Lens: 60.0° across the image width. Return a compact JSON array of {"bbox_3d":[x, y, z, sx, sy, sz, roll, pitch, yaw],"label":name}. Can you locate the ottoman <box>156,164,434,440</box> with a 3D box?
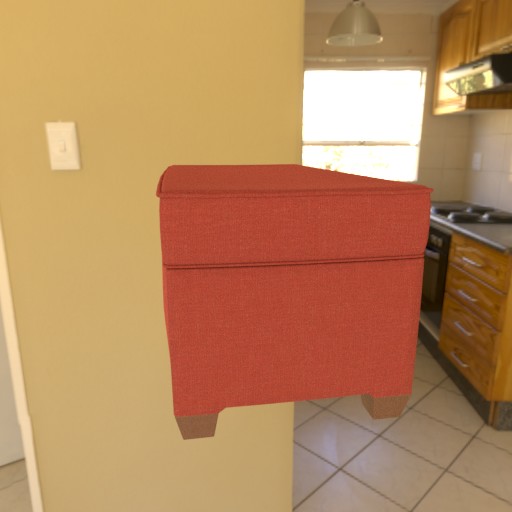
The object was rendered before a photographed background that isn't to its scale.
[{"bbox_3d":[0.000,0.000,1.214,0.497,0.454,0.948,-2,14,-9],"label":"ottoman"}]
